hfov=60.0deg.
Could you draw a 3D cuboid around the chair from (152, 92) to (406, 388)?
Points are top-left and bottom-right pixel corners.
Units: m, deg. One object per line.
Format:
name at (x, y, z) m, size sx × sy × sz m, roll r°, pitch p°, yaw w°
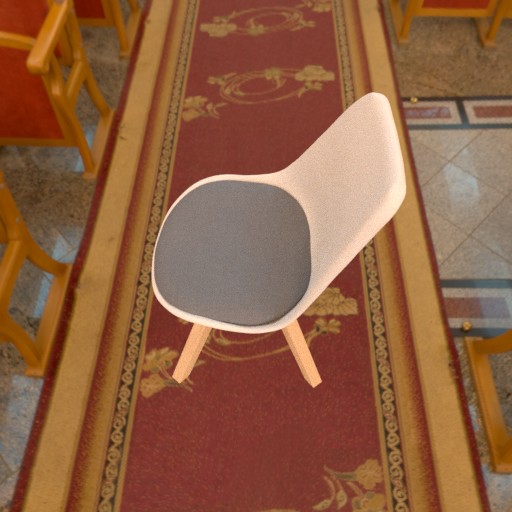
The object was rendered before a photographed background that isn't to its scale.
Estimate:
chair at (0.000, 0.000, 1.188) m, size 0.550 × 0.850 × 0.485 m, roll 2°, pitch 58°, yaw 1°
